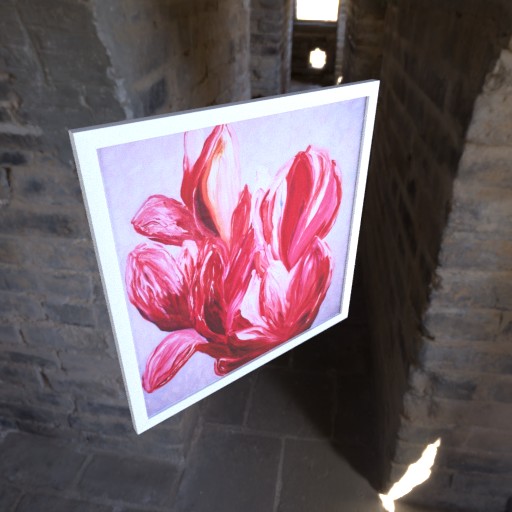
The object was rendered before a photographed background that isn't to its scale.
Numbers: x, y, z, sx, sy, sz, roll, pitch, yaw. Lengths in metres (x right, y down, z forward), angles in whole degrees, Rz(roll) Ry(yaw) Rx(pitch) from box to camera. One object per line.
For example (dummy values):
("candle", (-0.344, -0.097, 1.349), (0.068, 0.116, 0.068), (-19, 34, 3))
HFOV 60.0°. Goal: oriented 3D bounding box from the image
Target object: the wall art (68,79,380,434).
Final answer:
("wall art", (0.000, 0.000, 0.974), (0.664, 0.661, 0.020), (-22, 38, -31))
